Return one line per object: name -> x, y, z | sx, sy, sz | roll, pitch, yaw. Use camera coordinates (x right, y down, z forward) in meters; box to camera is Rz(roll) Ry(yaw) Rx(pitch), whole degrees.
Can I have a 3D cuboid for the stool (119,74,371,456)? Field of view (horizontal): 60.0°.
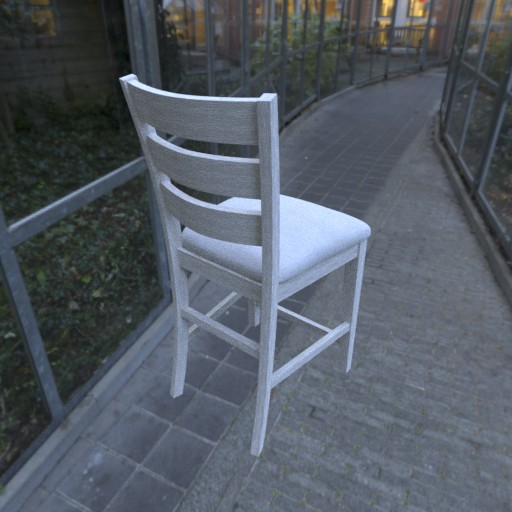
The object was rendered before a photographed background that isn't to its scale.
stool -> 0.000, 0.000, 1.336 | 0.484, 1.032, 0.569 | 22, 36, 33
